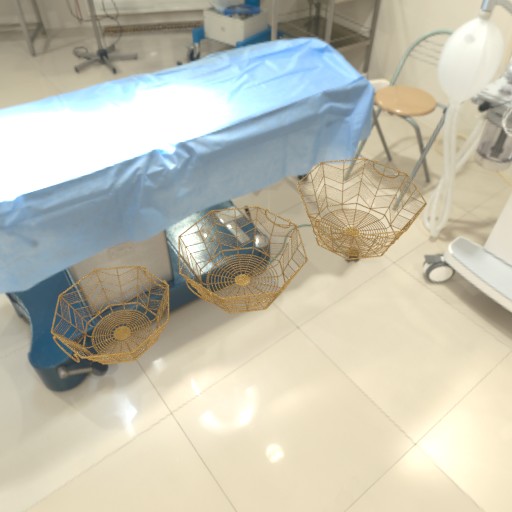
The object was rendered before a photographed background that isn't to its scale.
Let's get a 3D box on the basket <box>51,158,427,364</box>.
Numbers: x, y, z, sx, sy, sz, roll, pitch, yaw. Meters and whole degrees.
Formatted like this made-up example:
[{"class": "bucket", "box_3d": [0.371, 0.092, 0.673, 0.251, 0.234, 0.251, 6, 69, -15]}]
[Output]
[{"class": "basket", "box_3d": [0.000, 0.000, 1.405, 1.245, 0.178, 0.432, -23, 50, -21]}]
